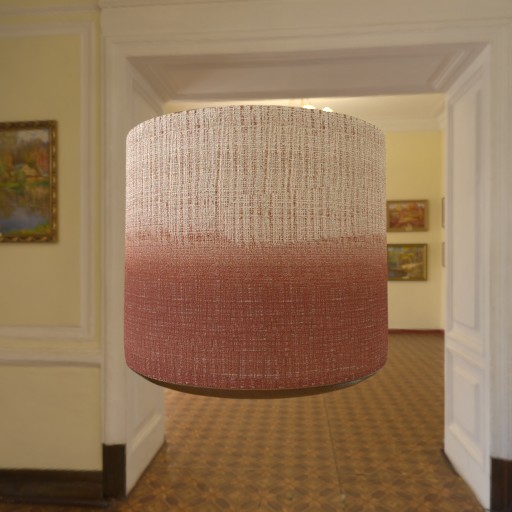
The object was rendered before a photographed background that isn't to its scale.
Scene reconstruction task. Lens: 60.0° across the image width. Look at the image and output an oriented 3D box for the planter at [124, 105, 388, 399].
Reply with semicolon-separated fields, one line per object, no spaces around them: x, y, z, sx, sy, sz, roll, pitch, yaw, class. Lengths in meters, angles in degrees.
0.000;0.000;0.444;0.254;0.221;0.254;0;0;0;planter
